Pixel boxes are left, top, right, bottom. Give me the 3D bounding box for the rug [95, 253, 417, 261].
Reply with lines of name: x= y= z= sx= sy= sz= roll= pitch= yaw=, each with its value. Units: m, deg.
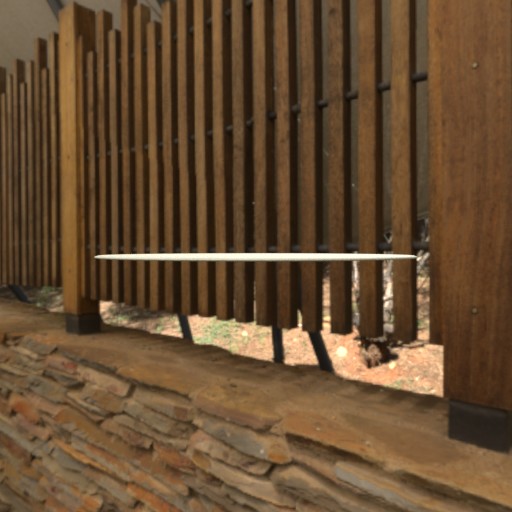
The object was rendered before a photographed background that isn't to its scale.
rug: x=0.000 y=0.000 z=2.325 sx=1.593 sy=0.012 sz=1.593 roll=0 pitch=1 yaw=0
